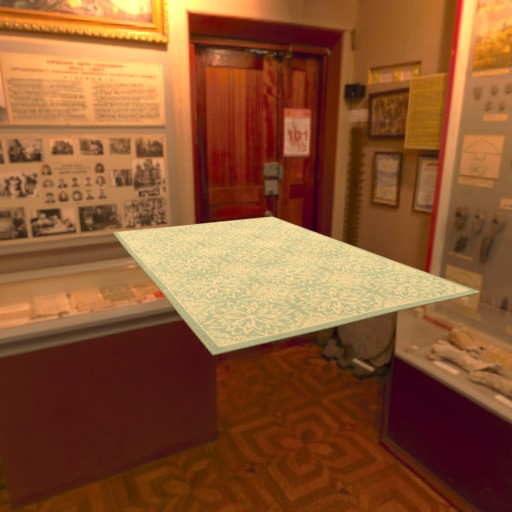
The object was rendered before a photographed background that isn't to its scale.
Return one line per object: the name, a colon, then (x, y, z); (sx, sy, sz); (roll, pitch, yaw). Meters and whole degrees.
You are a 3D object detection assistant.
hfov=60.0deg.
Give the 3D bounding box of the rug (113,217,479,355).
rug: (0.000, 0.000, 3.613); (1.819, 0.018, 2.746); (-8, 18, -25)
